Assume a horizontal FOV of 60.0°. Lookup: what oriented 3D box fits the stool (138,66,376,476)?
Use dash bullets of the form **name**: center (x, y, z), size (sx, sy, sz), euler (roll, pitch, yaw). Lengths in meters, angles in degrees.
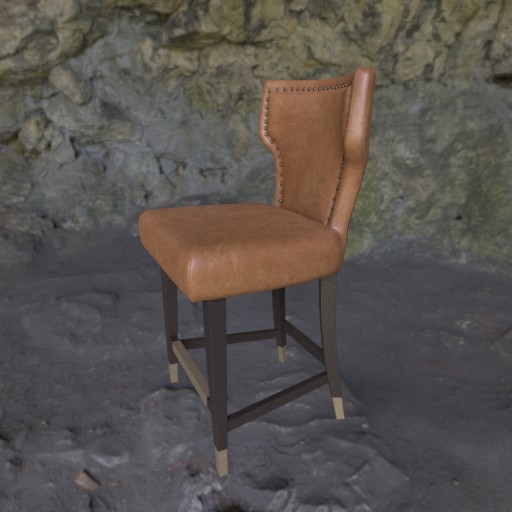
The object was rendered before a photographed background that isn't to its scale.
- **stool**: center (0.000, 0.000, 1.275), size (0.563, 0.982, 0.526), euler (-8, 19, -24)
